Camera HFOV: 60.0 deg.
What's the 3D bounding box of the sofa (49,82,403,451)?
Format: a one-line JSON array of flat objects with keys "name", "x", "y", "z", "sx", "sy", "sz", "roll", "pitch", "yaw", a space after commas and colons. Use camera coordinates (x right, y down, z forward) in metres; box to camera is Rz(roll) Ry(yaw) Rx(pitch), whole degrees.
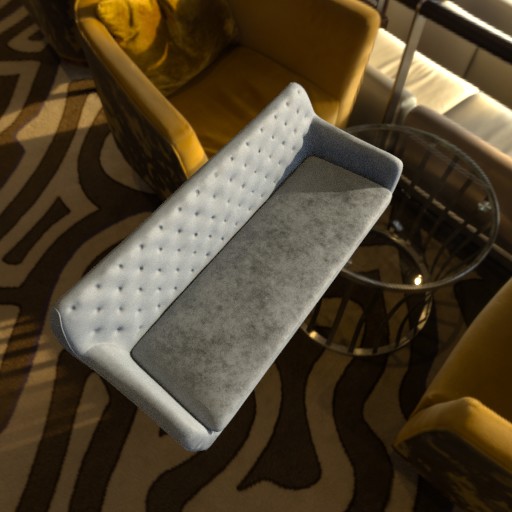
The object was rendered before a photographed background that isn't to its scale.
[{"name": "sofa", "x": 0.000, "y": 0.000, "z": 2.451, "sx": 0.841, "sy": 0.832, "sz": 1.975, "roll": 32, "pitch": 64, "yaw": 18}]
